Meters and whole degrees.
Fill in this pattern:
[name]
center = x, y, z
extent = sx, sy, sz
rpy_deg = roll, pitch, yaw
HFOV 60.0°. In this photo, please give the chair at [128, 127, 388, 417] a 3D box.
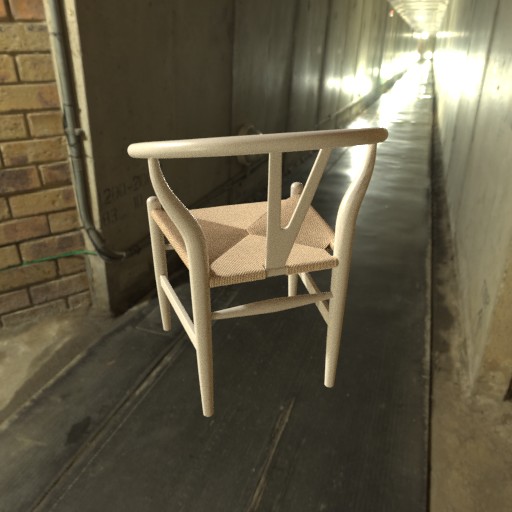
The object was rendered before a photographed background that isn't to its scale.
[chair]
center = 0.000, 0.000, 1.147
extent = 0.569, 0.730, 0.579
rpy_deg = -8, 28, -16
